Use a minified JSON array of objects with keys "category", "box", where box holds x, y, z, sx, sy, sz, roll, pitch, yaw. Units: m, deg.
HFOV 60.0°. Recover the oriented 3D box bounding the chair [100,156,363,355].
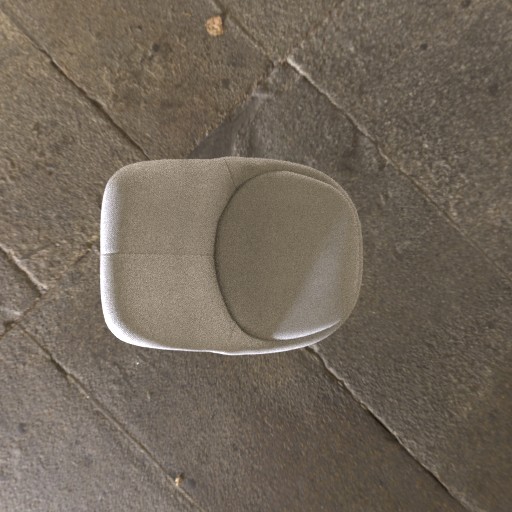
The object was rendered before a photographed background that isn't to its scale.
[{"category":"chair","box":[0.000,0.000,1.166,0.550,0.850,0.485,0,89,-1]}]
